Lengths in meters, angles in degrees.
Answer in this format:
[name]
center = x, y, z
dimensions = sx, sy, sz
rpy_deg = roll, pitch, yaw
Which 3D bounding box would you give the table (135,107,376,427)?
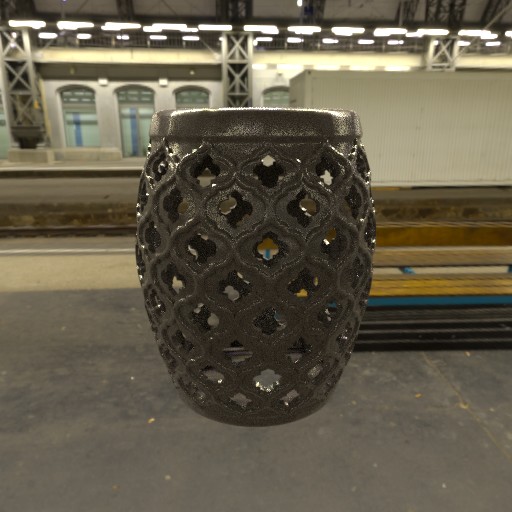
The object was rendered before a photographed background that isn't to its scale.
[table]
center = 0.000, 0.000, 0.625
dimensions = 0.325, 0.388, 0.325
rpy_deg = 0, 16, 0
